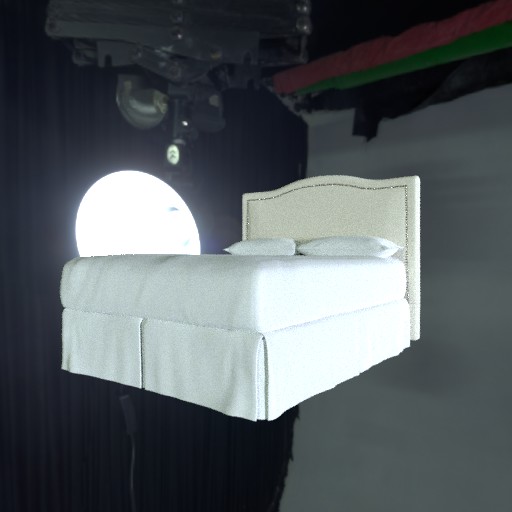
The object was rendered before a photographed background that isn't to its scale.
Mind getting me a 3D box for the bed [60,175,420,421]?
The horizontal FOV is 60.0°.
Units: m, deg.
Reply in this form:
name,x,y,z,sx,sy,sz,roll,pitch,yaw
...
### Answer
name,x,y,z,sx,sy,sz,roll,pitch,yaw
bed,0.000,0.000,3.233,1.753,1.460,2.143,0,0,36
